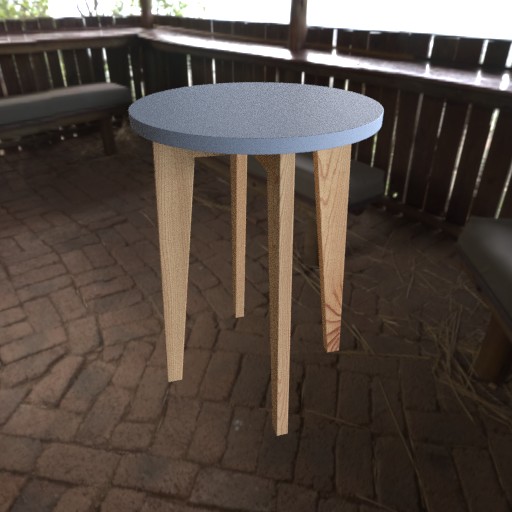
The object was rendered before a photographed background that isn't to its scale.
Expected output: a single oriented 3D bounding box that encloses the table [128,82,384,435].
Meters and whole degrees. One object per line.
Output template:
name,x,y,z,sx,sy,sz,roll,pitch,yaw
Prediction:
table,0.000,0.000,0.753,0.350,0.500,0.350,0,31,0
